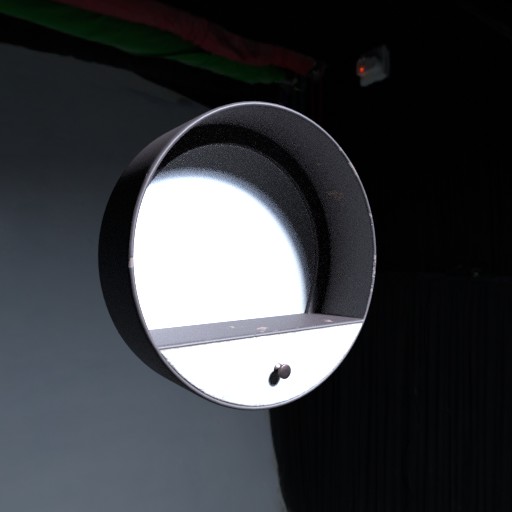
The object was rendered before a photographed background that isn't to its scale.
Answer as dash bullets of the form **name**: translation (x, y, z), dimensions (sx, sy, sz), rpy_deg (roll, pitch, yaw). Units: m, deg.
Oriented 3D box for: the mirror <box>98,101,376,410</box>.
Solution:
- **mirror**: translation (0.000, 0.000, 0.600), dimensions (0.386, 0.386, 0.126), rpy_deg (0, 0, -36)
